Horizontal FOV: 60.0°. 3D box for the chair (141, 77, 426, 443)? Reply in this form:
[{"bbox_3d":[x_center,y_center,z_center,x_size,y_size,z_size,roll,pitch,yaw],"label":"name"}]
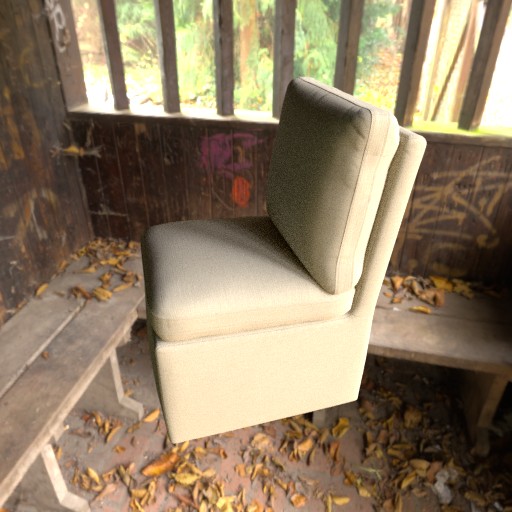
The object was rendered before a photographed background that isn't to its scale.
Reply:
[{"bbox_3d":[0.000,0.000,1.331,0.698,0.927,0.503,-8,32,-13],"label":"chair"}]
